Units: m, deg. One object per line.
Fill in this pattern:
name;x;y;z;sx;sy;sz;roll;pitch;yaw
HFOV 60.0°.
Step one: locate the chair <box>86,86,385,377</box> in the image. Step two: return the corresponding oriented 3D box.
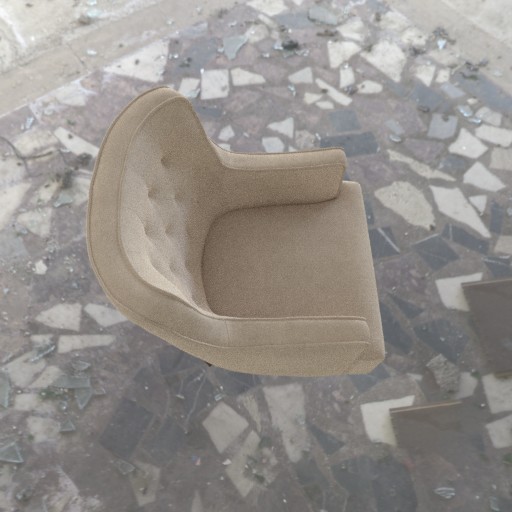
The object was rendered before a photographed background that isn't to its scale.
chair;0.000;0.000;1.612;0.910;0.920;0.781;-1;64;0
